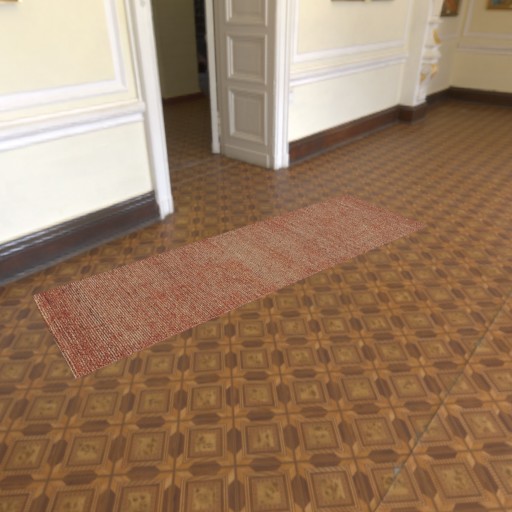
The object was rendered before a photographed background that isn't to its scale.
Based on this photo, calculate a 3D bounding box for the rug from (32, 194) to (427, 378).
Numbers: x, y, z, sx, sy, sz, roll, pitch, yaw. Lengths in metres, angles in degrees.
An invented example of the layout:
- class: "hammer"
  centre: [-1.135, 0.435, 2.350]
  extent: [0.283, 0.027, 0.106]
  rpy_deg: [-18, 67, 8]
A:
- class: "rug"
  centre: [0.000, 0.000, 2.637]
  extent: [2.353, 0.013, 0.718]
  rpy_deg: [-20, 36, -31]
